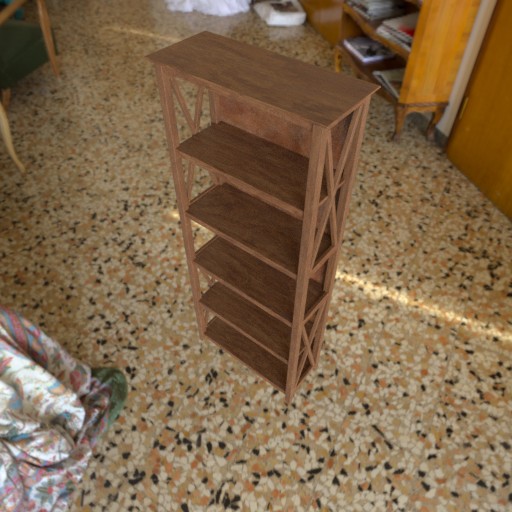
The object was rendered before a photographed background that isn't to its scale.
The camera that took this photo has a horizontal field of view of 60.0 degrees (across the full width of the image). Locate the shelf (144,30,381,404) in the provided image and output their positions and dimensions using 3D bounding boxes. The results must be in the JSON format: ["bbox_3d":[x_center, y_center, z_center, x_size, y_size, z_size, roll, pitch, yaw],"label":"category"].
[{"bbox_3d":[0.000,0.000,2.259,0.805,1.905,0.335,30,53,25],"label":"shelf"}]
